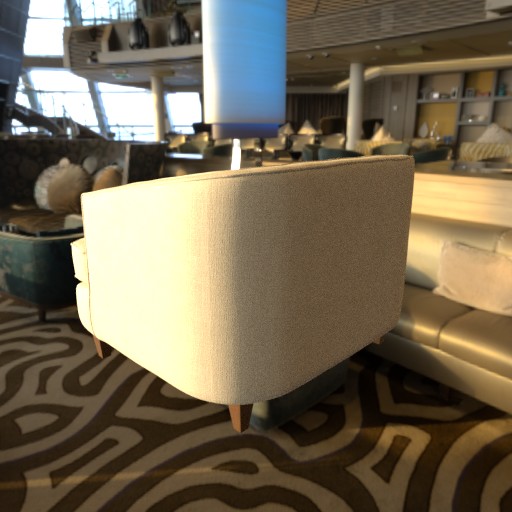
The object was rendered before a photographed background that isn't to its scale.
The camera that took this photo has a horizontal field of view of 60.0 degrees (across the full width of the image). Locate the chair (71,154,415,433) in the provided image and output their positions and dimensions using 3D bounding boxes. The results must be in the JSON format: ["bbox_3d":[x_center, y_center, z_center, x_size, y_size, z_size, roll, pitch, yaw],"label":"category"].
[{"bbox_3d":[0.000,0.000,1.734,1.118,0.787,0.914,-16,22,-42],"label":"chair"}]
